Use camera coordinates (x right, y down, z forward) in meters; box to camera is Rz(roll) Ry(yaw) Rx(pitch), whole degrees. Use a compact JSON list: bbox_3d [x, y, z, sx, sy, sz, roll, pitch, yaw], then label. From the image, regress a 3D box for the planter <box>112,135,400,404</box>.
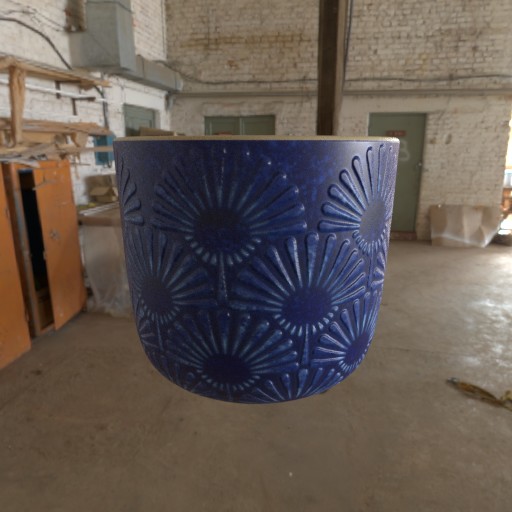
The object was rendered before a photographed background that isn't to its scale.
[{"bbox_3d":[0.000,0.000,0.213,0.124,0.109,0.124,0,14,0],"label":"planter"}]
